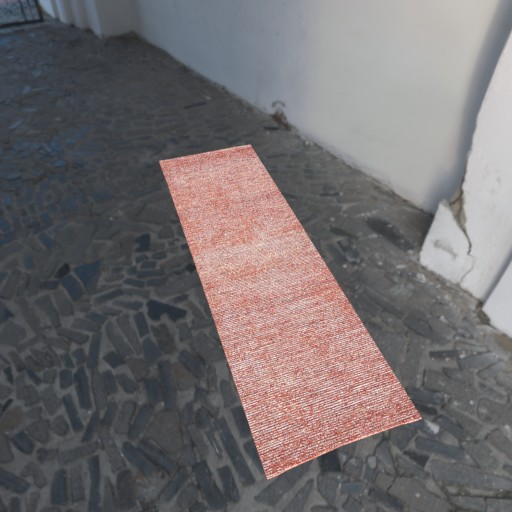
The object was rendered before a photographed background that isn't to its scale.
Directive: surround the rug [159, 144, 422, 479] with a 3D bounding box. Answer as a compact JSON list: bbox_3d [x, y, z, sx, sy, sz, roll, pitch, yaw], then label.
[{"bbox_3d":[0.000,0.000,2.601,0.718,0.013,2.353,-14,47,-13],"label":"rug"}]
